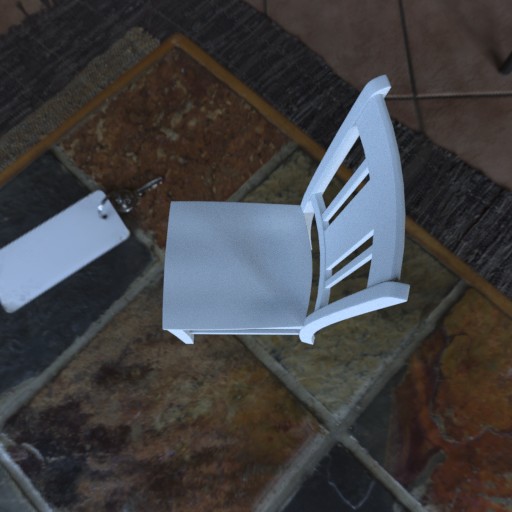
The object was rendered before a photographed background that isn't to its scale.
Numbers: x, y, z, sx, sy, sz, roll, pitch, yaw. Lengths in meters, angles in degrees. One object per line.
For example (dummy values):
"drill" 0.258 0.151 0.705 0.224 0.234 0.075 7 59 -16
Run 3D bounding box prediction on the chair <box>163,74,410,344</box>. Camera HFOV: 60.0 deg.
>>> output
"chair" 0.000 0.000 1.281 0.555 0.998 0.450 0 73 0
